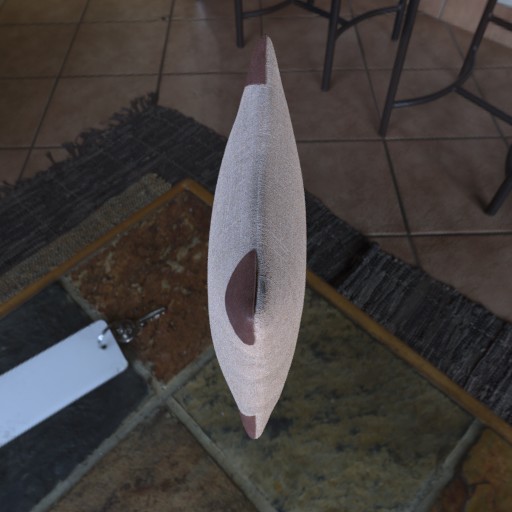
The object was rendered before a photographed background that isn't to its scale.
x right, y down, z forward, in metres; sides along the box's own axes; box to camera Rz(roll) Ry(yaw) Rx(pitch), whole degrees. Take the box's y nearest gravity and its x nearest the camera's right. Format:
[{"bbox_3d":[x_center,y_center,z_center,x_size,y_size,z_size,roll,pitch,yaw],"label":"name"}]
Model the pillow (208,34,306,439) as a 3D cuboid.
[{"bbox_3d":[0.000,0.000,0.669,0.147,0.448,0.437,1,57,1],"label":"pillow"}]
